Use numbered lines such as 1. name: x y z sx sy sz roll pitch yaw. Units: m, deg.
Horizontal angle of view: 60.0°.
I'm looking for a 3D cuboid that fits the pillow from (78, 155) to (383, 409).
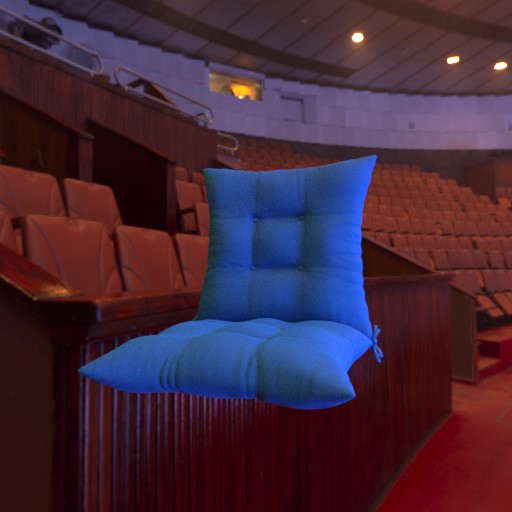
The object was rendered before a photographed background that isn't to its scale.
1. pillow: 0.000 0.000 1.010 0.541 0.536 0.585 0 -1 19
